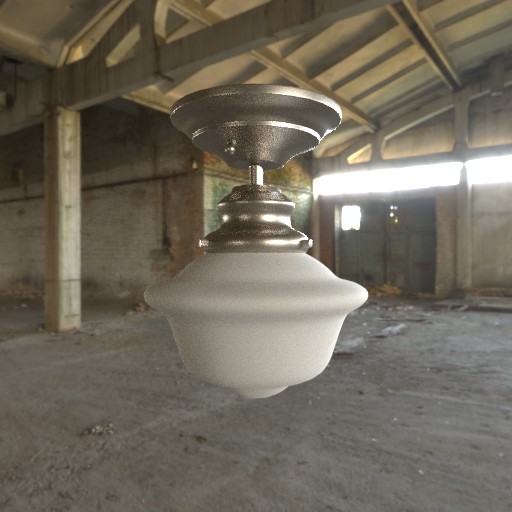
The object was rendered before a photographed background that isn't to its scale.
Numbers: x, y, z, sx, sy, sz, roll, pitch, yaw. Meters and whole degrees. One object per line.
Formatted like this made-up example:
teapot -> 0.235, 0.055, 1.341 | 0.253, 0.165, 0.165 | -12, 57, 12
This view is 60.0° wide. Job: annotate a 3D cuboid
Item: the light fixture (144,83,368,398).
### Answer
light fixture -> 0.000, 0.000, 0.402 | 0.199, 0.254, 0.199 | 0, 0, 0
